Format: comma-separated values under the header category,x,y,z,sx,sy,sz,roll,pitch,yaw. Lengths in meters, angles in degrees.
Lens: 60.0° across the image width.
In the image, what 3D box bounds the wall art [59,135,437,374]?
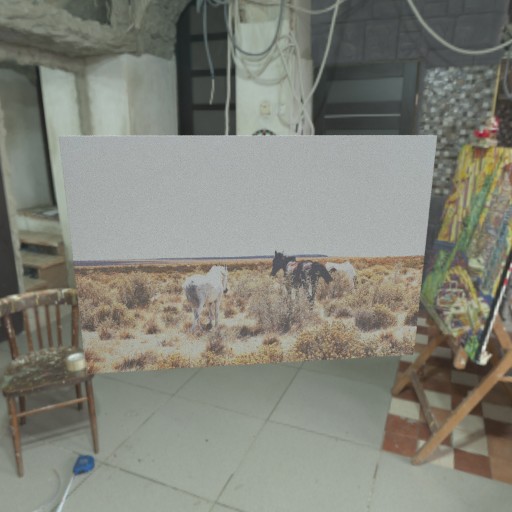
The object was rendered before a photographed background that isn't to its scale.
category,x,y,z,sx,sy,sz,roll,pitch,yaw
wall art,0.000,0.000,1.453,1.138,0.761,0.051,-2,16,-6
